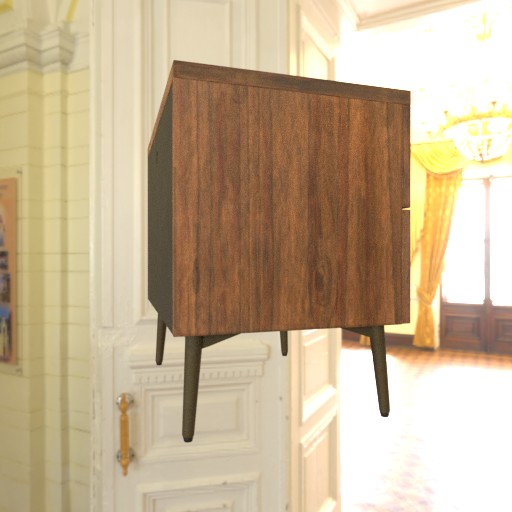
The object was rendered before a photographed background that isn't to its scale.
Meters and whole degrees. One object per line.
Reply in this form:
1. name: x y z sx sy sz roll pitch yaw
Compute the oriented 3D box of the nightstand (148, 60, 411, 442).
1. nightstand: 0.000 0.000 1.046 0.458 0.610 0.610 0 0 -17
